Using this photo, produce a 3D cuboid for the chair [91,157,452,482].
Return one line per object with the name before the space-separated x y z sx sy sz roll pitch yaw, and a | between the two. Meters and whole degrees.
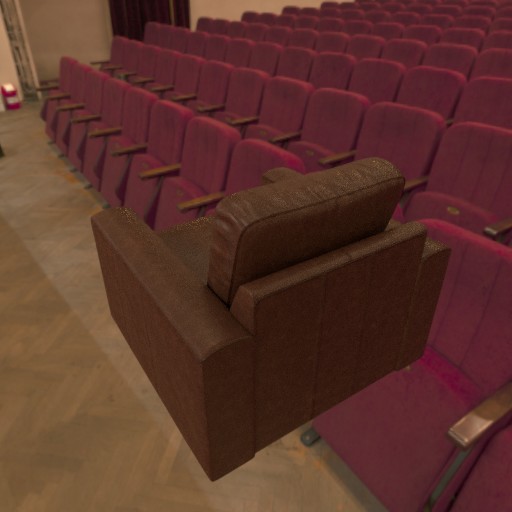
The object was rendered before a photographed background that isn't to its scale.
chair | 0.000 0.000 1.750 1.005 0.873 1.016 -19 37 -28
